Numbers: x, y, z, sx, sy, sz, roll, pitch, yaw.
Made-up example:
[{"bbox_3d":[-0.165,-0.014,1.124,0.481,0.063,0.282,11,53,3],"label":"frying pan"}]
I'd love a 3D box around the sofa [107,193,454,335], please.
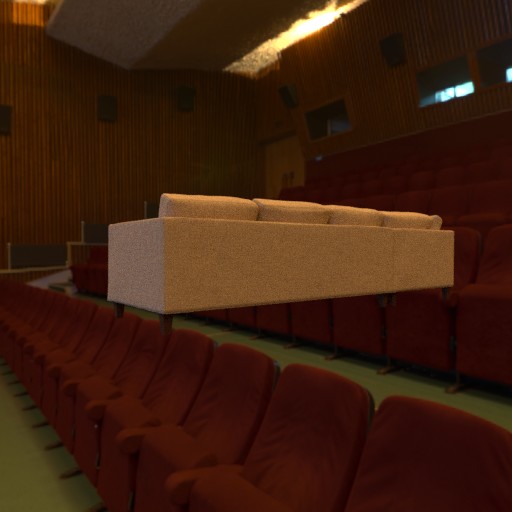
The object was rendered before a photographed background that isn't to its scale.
[{"bbox_3d":[0.000,0.000,4.438,3.182,0.863,2.432,-1,1,-37],"label":"sofa"}]
